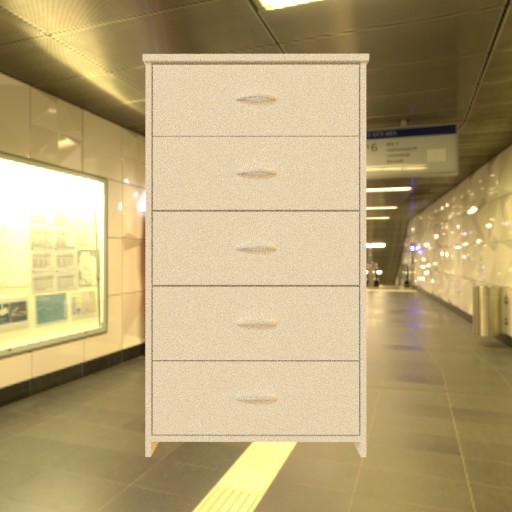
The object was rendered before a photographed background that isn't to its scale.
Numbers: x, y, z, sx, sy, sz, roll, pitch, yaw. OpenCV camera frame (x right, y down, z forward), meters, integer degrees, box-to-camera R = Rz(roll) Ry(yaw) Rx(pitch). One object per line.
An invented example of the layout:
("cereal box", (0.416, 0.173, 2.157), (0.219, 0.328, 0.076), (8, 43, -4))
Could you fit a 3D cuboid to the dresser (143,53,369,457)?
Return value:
("dresser", (0.000, 0.000, 1.560), (0.704, 1.255, 0.399), (0, 0, 0))
